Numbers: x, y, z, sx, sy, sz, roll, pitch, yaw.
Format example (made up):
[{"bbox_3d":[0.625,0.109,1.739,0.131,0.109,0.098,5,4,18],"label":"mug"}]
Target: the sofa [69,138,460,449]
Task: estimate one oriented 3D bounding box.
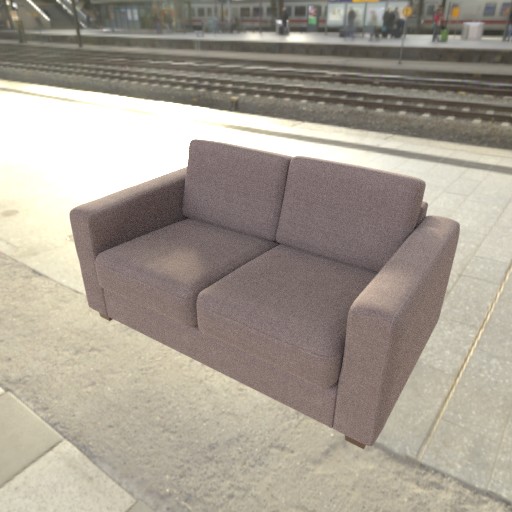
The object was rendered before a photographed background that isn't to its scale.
[{"bbox_3d":[0.000,0.000,2.001,1.520,0.800,0.900,18,33,29],"label":"sofa"}]
